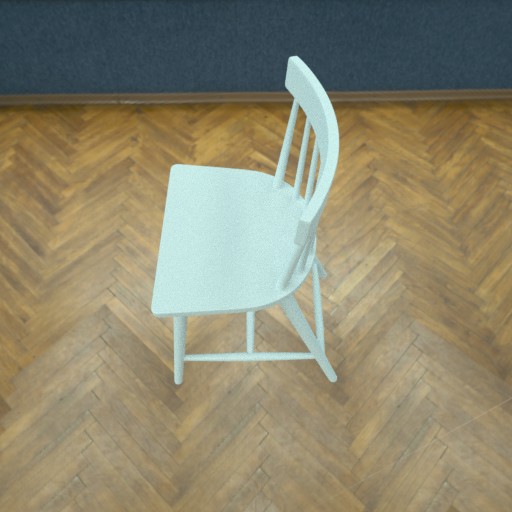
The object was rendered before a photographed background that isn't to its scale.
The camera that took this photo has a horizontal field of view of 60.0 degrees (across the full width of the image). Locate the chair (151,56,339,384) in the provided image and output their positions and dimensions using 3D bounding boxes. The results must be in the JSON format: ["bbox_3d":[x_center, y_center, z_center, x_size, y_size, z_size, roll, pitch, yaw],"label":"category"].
[{"bbox_3d":[0.000,0.000,1.277,0.572,0.952,0.483,0,57,0],"label":"chair"}]
